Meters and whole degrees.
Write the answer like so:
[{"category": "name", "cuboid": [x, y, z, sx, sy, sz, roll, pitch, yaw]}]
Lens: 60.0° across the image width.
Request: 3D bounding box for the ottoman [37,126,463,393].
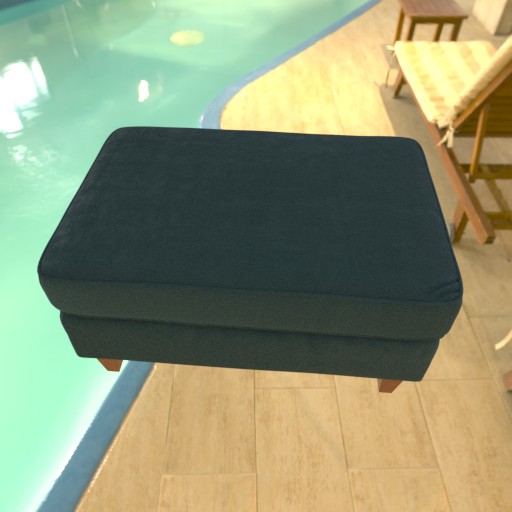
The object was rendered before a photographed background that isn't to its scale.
[{"category": "ottoman", "cuboid": [0.000, 0.000, 1.185, 0.862, 0.484, 0.583, 3, 47, 3]}]
